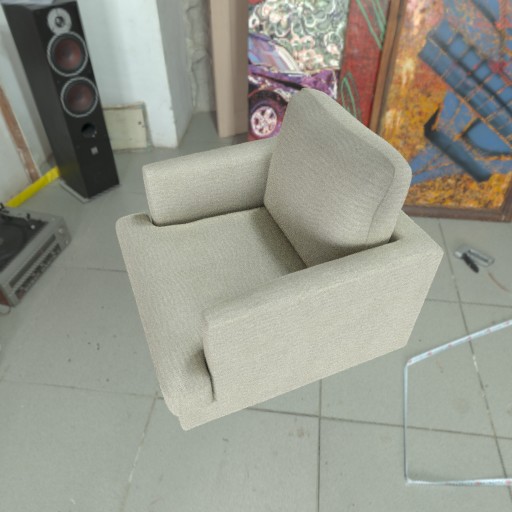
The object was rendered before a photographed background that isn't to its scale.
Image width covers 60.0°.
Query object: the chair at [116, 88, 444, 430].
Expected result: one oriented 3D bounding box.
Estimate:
[{"bbox_3d":[0.000,0.000,1.621,0.899,0.957,0.858,-16,47,-16],"label":"chair"}]
